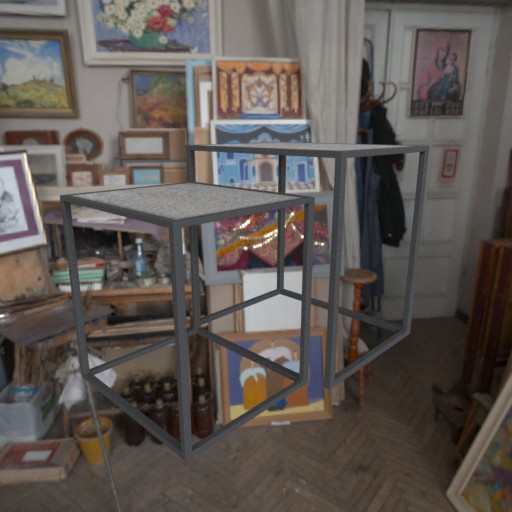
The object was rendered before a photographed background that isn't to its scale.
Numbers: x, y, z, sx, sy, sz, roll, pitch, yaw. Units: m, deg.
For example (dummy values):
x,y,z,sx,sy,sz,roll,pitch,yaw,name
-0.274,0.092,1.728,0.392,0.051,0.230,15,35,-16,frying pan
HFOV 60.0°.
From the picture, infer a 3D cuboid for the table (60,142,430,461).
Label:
x,y,z,sx,sy,sz,roll,pitch,yaw,name
0.000,0.000,1.135,0.508,0.540,0.788,15,22,42,table
